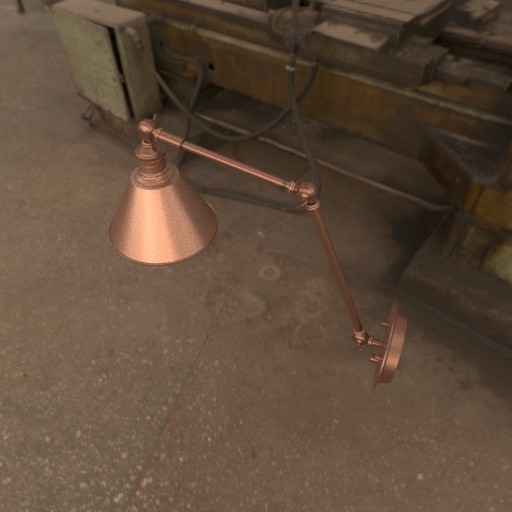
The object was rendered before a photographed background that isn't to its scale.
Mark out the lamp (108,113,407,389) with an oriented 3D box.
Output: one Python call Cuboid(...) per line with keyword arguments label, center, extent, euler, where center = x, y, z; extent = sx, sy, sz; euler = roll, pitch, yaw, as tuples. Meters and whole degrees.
Cuboid(label="lamp", center=(0.000, 0.000, 0.872), extent=(0.624, 0.502, 0.223), euler=(15, 48, 14))
